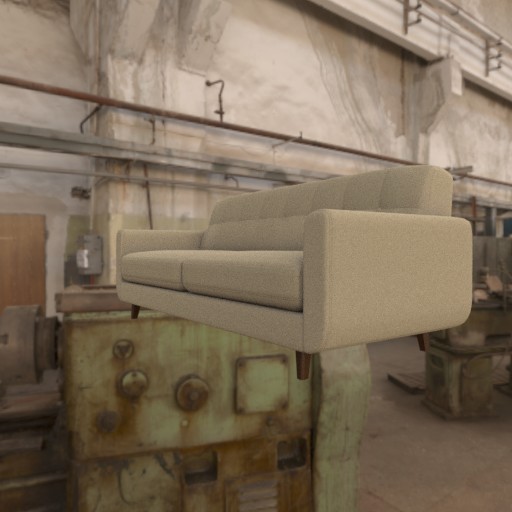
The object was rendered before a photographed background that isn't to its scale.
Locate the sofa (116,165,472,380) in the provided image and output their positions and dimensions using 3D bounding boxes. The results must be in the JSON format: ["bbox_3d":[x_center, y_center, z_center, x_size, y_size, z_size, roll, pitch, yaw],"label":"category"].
[{"bbox_3d":[0.000,0.000,2.605,0.980,0.892,2.137,-1,1,-36],"label":"sofa"}]
